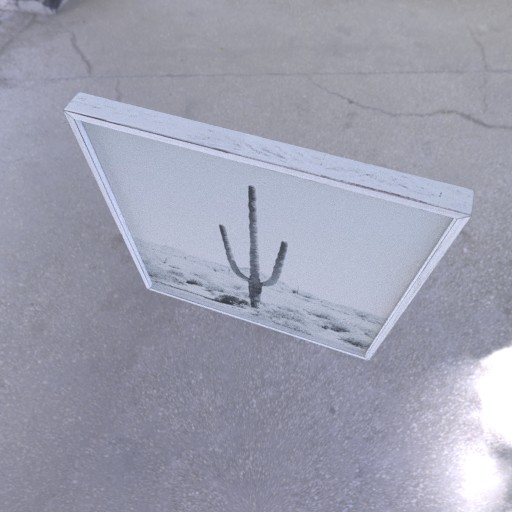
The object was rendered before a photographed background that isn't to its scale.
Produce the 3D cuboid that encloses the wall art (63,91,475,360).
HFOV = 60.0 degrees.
[{"bbox_3d":[0.000,0.000,0.750,0.508,0.508,0.038,17,61,10],"label":"wall art"}]
